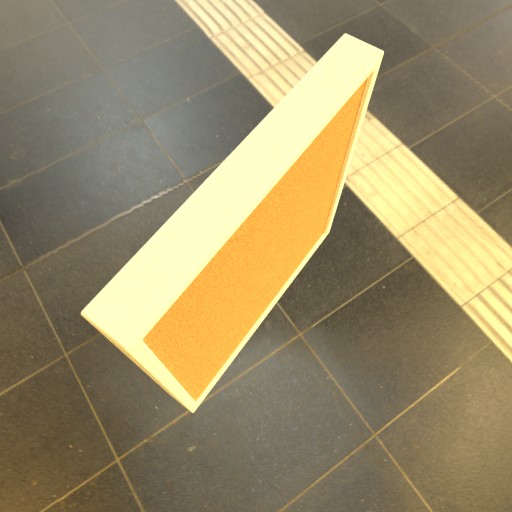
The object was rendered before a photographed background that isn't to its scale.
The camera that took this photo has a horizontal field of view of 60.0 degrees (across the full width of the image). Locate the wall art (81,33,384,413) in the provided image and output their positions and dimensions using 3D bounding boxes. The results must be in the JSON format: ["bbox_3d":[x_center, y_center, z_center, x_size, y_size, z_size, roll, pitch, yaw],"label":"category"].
[{"bbox_3d":[0.000,0.000,0.449,0.038,0.305,0.305,33,68,15],"label":"wall art"}]
